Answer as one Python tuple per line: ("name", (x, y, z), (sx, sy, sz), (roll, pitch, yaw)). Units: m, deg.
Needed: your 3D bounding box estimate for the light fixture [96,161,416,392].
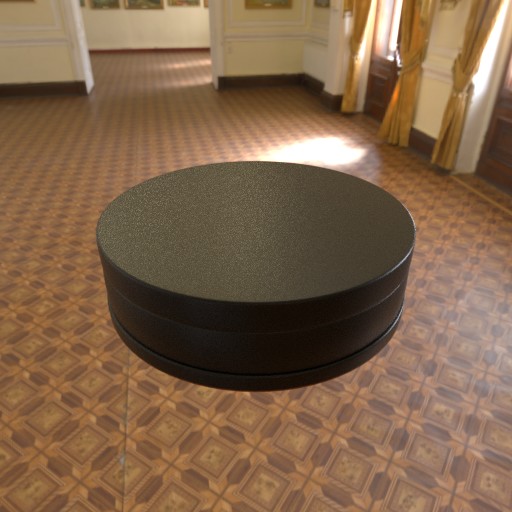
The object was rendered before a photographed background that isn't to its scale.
("light fixture", (0.000, 0.000, 0.430), (0.283, 0.097, 0.283), (0, 31, 0))
